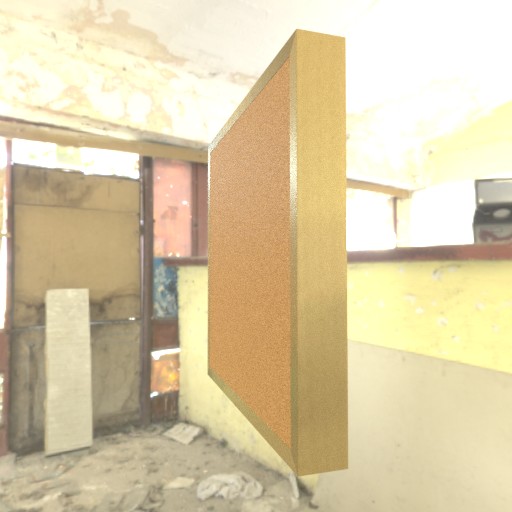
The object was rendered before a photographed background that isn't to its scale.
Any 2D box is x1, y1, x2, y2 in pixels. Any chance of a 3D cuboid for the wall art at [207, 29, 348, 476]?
[{"bbox_3d":[0.000,0.000,0.452,0.038,0.305,0.304,1,-2,-18],"label":"wall art"}]
